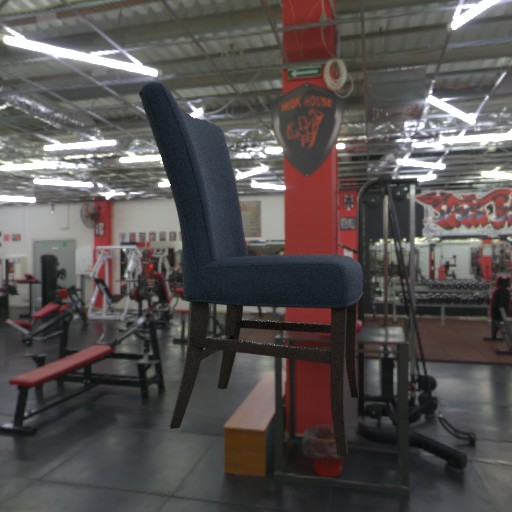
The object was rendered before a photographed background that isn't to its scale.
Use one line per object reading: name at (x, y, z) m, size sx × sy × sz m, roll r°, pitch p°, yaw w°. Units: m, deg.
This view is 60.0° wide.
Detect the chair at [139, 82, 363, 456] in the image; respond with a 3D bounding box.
chair at (0.000, 0.000, 1.418) m, size 0.660 × 0.991 × 0.520 m, roll 0°, pitch 0°, yaw 16°
